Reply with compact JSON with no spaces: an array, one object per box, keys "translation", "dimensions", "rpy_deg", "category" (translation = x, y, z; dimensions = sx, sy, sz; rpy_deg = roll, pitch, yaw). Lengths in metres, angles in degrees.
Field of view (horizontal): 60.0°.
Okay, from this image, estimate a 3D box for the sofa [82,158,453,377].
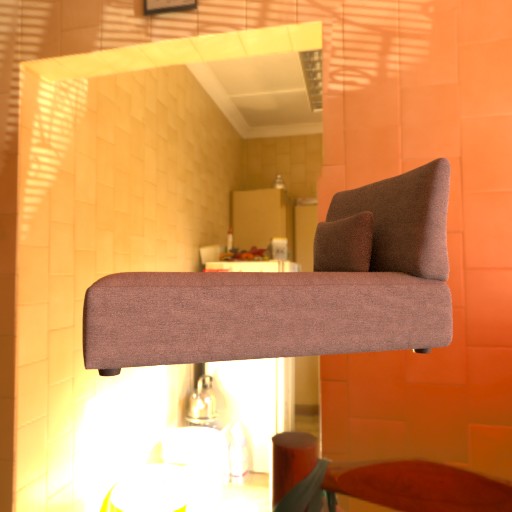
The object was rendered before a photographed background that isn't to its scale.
[{"translation":[0.000,0.000,2.027],"dimensions":[1.450,0.820,0.930],"rpy_deg":[1,-2,-19],"category":"sofa"}]
